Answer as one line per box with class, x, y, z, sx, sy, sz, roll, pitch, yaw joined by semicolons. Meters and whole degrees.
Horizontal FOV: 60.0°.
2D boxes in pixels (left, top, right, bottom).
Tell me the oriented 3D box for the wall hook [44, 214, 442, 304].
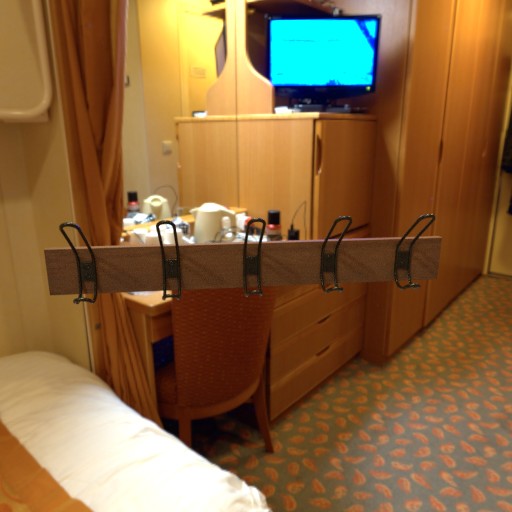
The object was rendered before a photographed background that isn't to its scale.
wall hook;0.000;0.000;0.590;0.554;0.116;0.076;-2;16;-7
